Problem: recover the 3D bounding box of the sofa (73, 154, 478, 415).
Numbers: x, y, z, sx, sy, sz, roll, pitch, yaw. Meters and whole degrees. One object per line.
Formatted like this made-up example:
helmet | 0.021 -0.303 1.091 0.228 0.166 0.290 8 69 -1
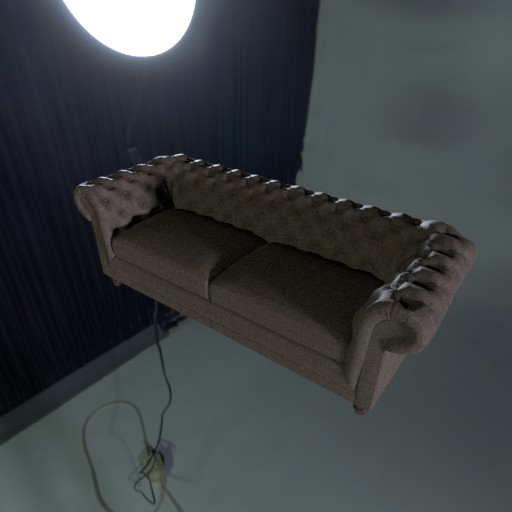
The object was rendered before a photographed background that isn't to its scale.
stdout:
sofa | 0.000 0.000 2.812 2.385 0.787 0.944 21 37 31
